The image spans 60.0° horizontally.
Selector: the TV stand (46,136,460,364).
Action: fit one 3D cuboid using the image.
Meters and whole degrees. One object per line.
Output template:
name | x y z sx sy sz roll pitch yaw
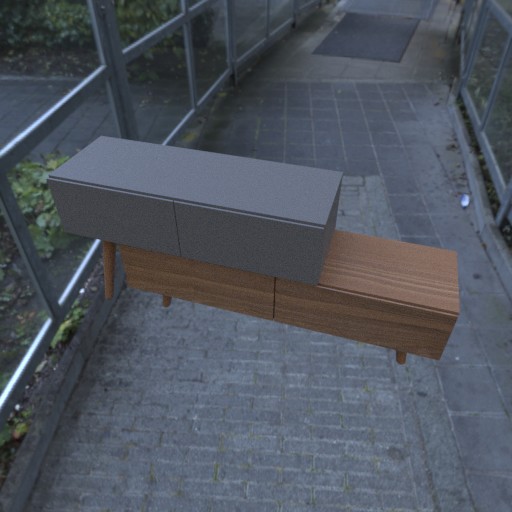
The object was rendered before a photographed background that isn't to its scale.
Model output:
TV stand | 0.000 0.000 1.595 1.336 0.591 0.329 12 41 13
